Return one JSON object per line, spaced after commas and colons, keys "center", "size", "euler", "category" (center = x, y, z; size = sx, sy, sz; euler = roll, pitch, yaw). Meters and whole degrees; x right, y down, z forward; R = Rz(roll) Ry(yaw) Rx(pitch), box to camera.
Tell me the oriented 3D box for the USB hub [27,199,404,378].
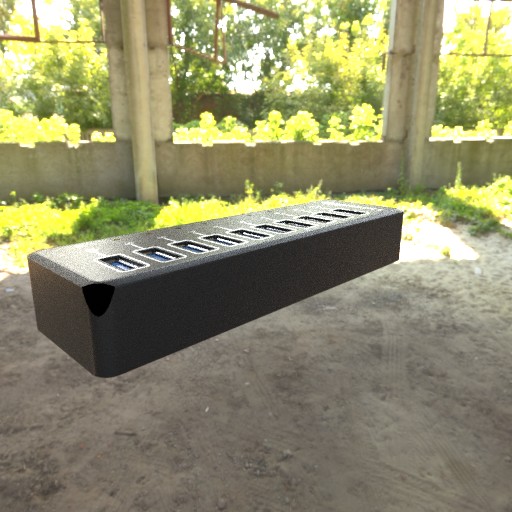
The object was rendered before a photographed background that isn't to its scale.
{"center": [0.000, 0.000, 0.163], "size": [0.044, 0.023, 0.145], "euler": [15, 22, 43], "category": "USB hub"}
